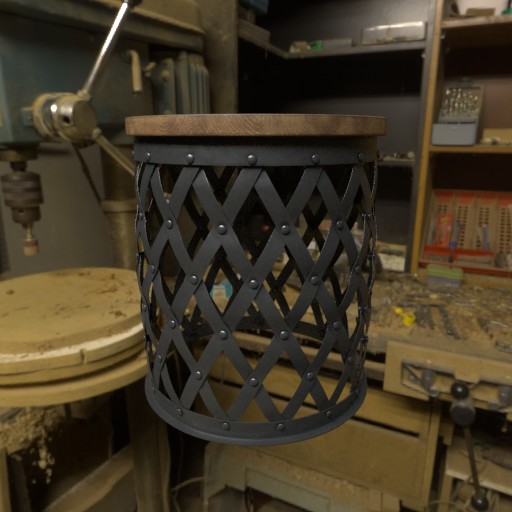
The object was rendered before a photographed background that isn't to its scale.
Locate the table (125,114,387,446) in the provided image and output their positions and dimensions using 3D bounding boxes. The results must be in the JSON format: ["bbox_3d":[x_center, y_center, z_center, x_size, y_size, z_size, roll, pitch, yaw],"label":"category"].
[{"bbox_3d":[0.000,0.000,0.770,0.405,0.454,0.405,0,15,0],"label":"table"}]
